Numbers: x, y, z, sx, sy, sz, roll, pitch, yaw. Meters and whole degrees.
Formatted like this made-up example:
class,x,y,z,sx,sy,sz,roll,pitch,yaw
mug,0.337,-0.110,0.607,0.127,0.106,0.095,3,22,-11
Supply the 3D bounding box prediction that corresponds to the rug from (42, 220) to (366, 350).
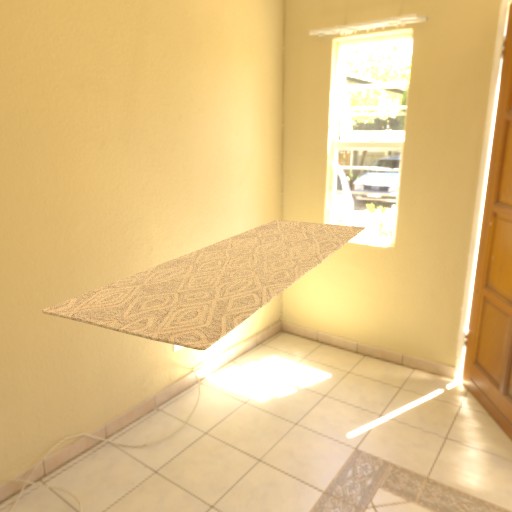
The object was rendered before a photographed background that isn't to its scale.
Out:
class,x,y,z,sx,sy,sz,roll,pitch,yaw
rug,0.000,0.000,2.719,0.807,0.013,2.436,7,16,25
